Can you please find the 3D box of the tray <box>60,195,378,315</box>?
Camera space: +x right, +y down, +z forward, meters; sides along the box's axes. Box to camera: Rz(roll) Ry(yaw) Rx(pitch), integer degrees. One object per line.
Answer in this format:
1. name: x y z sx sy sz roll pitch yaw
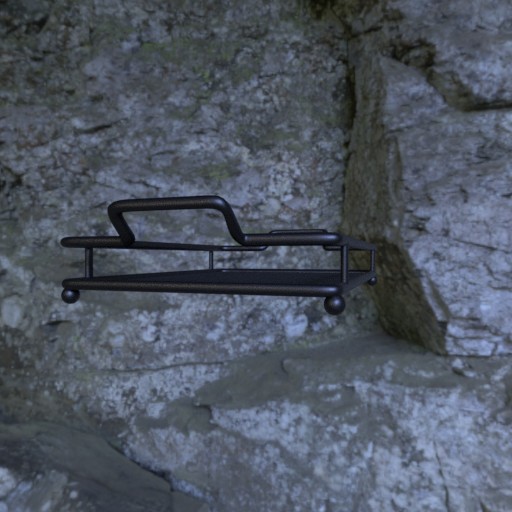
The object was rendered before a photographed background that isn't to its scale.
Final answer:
1. tray: 0.000 0.000 0.610 0.297 0.101 0.495 0 0 19
